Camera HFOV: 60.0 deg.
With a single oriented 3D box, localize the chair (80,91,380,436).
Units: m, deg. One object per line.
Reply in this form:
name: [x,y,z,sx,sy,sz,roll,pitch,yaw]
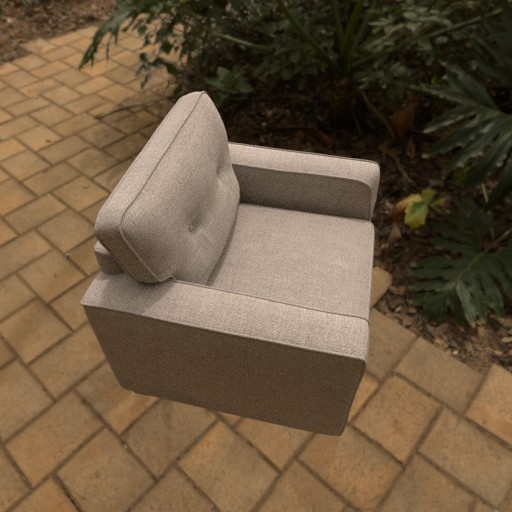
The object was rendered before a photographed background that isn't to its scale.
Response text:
chair: [0.000,0.000,1.780,0.939,0.965,1.015,10,48,9]
